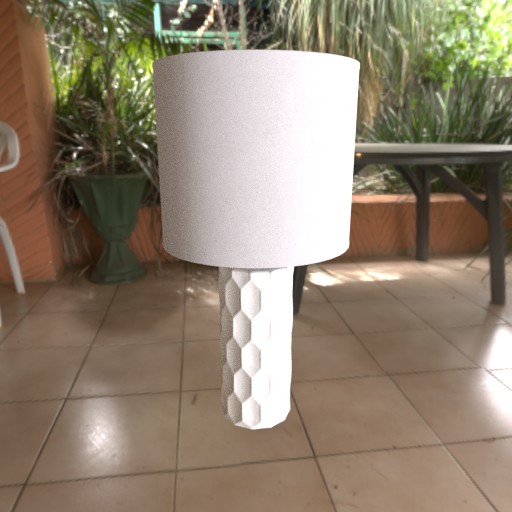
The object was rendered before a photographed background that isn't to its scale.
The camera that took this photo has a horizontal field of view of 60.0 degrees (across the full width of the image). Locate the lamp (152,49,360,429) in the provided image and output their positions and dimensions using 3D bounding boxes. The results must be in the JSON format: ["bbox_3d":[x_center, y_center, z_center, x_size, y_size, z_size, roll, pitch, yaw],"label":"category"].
[{"bbox_3d":[0.000,0.000,0.678,0.277,0.537,0.277,-2,16,-8],"label":"lamp"}]
